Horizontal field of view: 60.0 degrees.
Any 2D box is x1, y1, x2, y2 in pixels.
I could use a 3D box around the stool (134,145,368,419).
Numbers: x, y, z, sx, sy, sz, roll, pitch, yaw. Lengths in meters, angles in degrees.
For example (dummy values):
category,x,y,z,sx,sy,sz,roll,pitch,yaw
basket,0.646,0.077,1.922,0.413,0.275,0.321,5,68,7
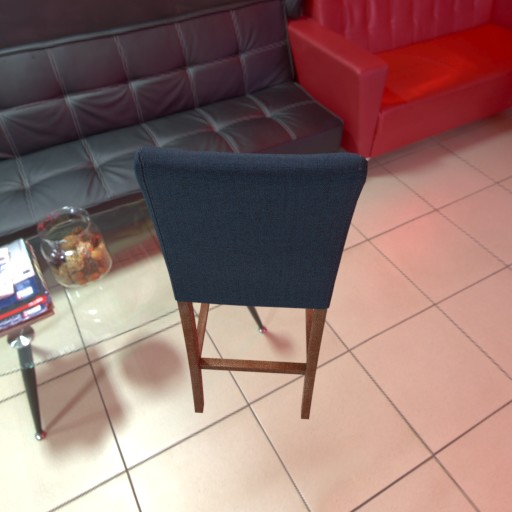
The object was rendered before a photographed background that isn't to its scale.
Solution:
category,x,y,z,sx,sy,sz,roll,pitch,yaw
stool,0.000,0.000,1.374,0.454,1.088,0.574,3,47,2
